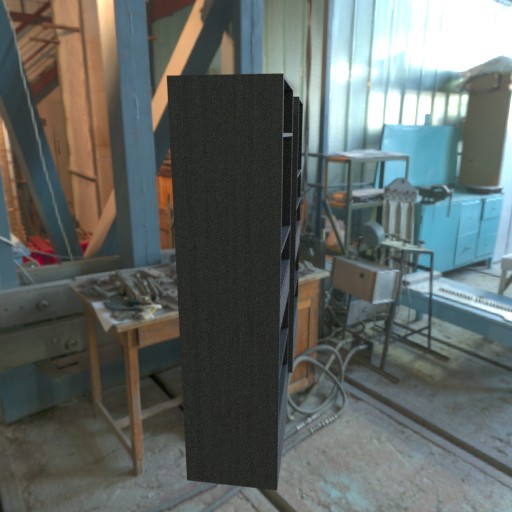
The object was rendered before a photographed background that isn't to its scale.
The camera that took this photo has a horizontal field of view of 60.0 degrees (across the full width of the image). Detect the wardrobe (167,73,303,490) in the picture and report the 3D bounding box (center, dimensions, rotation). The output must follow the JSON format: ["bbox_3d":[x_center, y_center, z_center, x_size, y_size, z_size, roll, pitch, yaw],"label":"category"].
[{"bbox_3d":[0.000,0.000,2.891,0.480,2.000,1.770,2,16,8],"label":"wardrobe"}]
